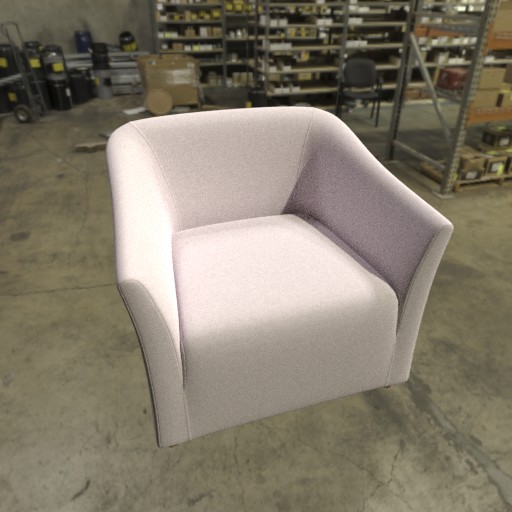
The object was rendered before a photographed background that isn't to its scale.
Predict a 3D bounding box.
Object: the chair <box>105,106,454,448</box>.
[{"bbox_3d":[0.000,0.000,1.344,0.790,0.720,0.700,-10,33,-15],"label":"chair"}]
